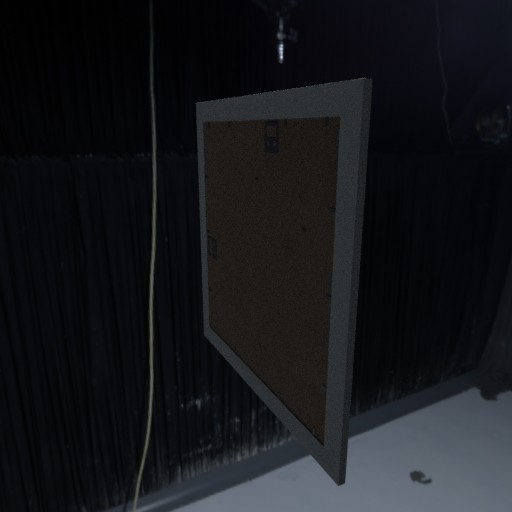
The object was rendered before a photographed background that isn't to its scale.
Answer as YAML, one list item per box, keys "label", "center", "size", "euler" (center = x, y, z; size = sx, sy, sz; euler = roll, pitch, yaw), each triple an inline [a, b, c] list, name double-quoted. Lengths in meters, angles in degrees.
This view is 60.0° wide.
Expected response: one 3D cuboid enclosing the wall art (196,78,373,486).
- label: "wall art"
  center: [0.000, 0.000, 0.855]
  size: [0.013, 0.584, 0.584]
  euler: [-8, 18, -26]
